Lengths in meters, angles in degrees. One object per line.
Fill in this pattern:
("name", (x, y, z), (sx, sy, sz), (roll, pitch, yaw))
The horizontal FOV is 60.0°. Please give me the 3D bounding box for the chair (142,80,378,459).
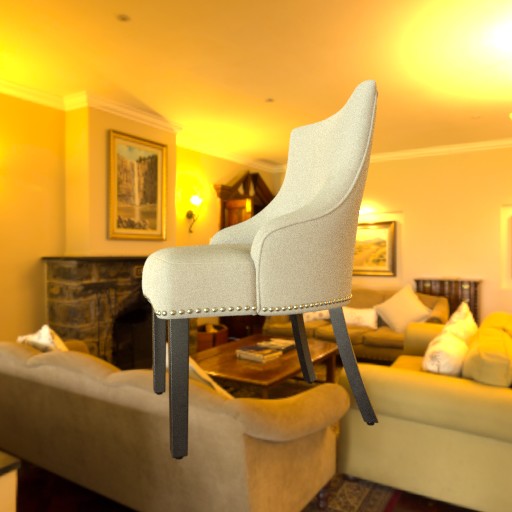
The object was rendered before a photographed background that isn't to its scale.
("chair", (0.000, 0.000, 1.300), (0.629, 0.909, 0.566), (0, 1, -18))
